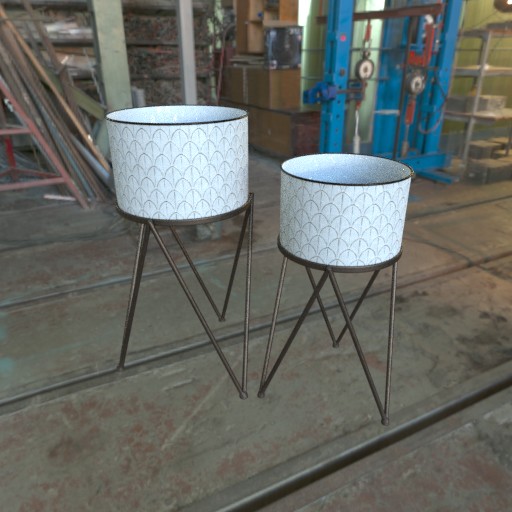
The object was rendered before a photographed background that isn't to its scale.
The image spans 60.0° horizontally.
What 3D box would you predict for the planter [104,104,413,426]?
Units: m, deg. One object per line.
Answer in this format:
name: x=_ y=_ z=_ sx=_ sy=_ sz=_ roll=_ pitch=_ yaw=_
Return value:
planter: x=0.000 y=0.000 z=1.160 sx=0.769 sy=0.712 sz=0.413 roll=7 pitch=26 yaw=15
